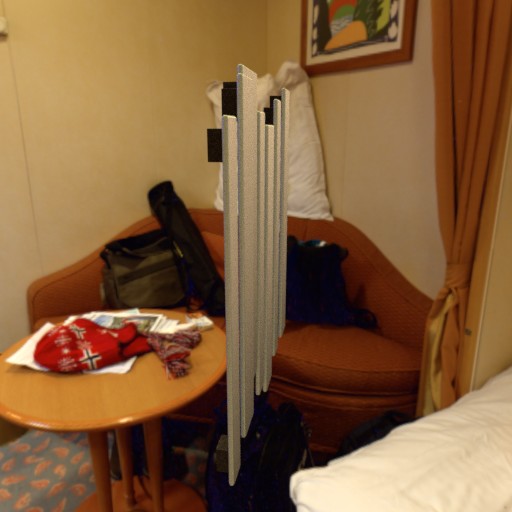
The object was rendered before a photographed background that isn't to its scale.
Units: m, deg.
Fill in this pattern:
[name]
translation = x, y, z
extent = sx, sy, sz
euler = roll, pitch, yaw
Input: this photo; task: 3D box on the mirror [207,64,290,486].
[mirror]
translation = 0.000, 0.000, 0.798
extent = 0.058, 0.611, 0.445
euler = 3, 16, 10
